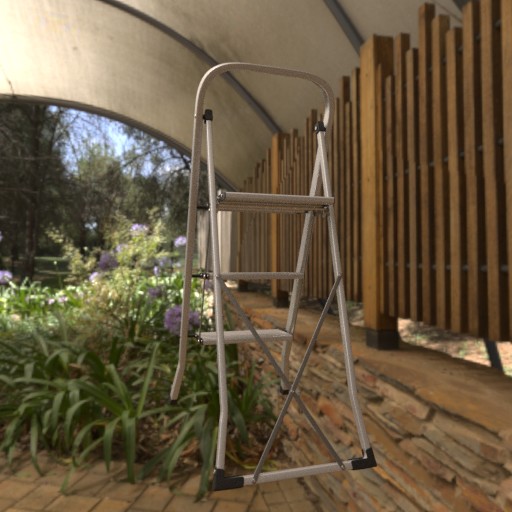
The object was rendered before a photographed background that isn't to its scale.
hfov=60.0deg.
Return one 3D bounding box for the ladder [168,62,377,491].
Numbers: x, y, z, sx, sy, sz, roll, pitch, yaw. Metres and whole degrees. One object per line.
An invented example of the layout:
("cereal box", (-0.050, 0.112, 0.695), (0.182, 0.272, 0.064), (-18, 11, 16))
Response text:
("ladder", (0.000, 0.000, 1.386), (0.465, 1.070, 0.704), (0, -1, -17))
